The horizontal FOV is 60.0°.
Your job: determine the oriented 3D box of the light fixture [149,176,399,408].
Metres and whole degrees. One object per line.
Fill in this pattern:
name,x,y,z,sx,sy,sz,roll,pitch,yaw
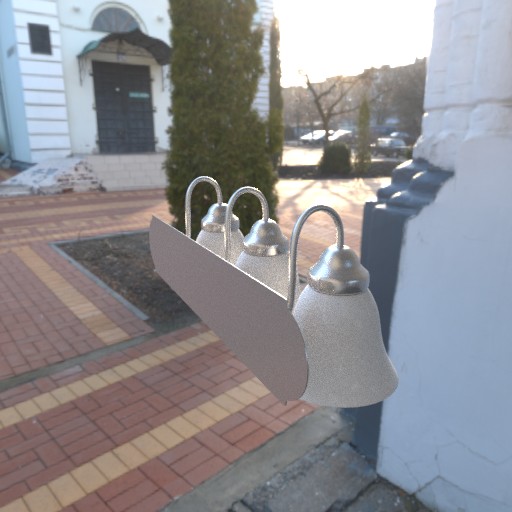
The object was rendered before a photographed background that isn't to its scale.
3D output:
light fixture,0.000,0.000,0.712,0.199,0.222,0.610,-8,17,-26
